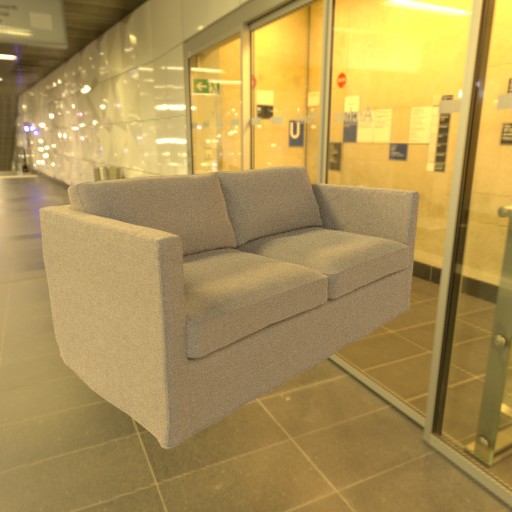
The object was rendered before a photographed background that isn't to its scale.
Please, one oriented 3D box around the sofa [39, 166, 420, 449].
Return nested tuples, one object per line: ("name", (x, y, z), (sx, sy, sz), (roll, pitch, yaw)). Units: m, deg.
("sofa", (0.000, 0.000, 2.261), (0.956, 0.828, 1.766), (14, 20, 42))
